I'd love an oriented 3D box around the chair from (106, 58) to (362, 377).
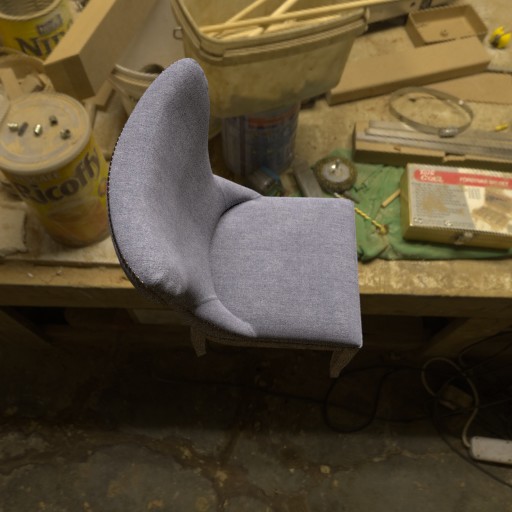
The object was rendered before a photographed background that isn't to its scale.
[{"bbox_3d":[0.000,0.000,1.425,0.681,1.002,0.654,3,63,1],"label":"chair"}]
